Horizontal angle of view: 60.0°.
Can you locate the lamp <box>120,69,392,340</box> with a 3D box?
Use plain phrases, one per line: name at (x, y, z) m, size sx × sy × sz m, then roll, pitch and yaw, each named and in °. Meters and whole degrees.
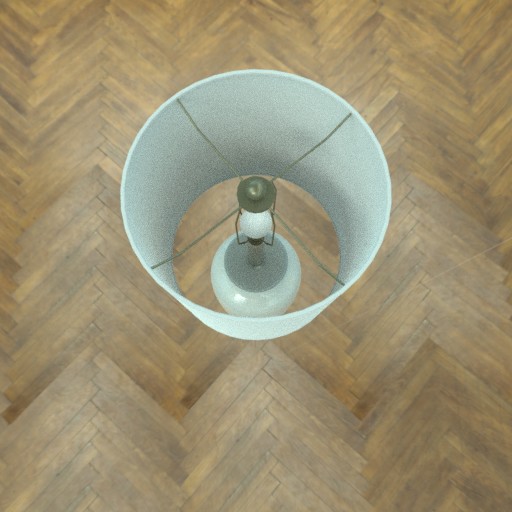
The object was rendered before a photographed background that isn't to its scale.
lamp at (0.000, 0.000, 0.497) m, size 0.188 × 0.392 × 0.188 m, roll -1°, pitch 76°, yaw 0°
